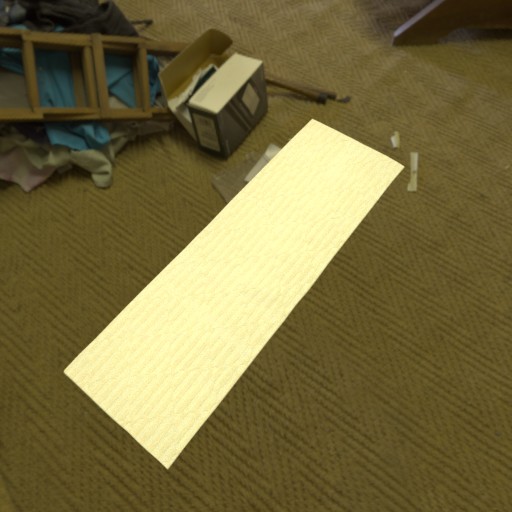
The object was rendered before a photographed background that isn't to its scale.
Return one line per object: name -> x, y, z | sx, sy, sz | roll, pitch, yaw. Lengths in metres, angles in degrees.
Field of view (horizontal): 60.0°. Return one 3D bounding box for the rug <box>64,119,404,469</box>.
rug -> 0.000, 0.000, 2.777 | 0.793, 0.014, 2.450 | 34, 66, 18
